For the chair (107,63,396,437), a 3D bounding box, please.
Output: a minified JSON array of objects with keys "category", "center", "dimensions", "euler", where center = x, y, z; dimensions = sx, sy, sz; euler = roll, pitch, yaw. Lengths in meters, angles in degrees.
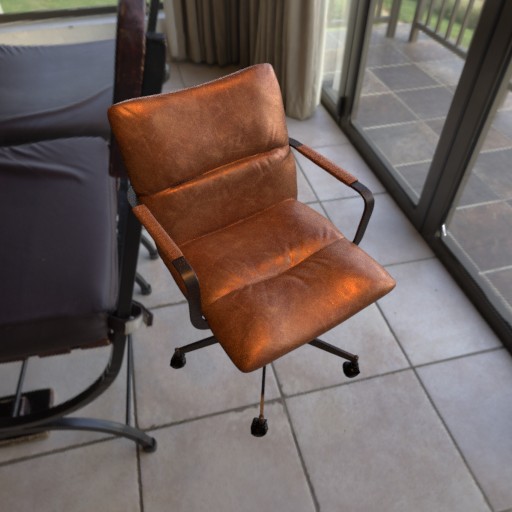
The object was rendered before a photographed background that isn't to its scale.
[{"category":"chair","center":[0.000,0.000,1.480],"dimensions":[0.727,0.922,0.754],"euler":[-25,51,-22]}]
